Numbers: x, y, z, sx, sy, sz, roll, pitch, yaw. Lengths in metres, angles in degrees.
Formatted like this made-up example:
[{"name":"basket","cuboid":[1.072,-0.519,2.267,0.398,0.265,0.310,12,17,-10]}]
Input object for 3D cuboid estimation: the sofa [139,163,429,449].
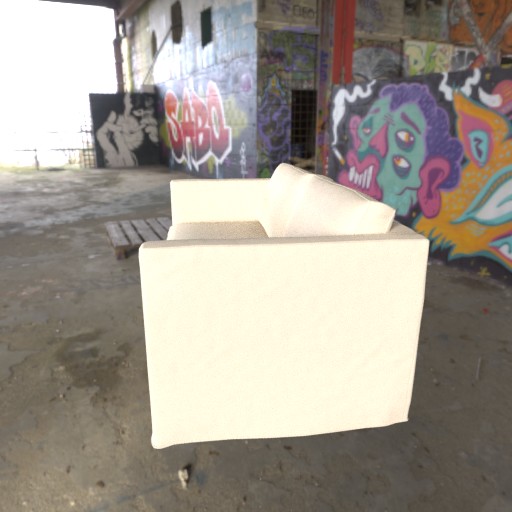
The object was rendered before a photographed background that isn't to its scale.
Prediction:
[{"name":"sofa","cuboid":[0.000,0.000,2.281,0.962,0.834,1.746,-2,17,-7]}]
